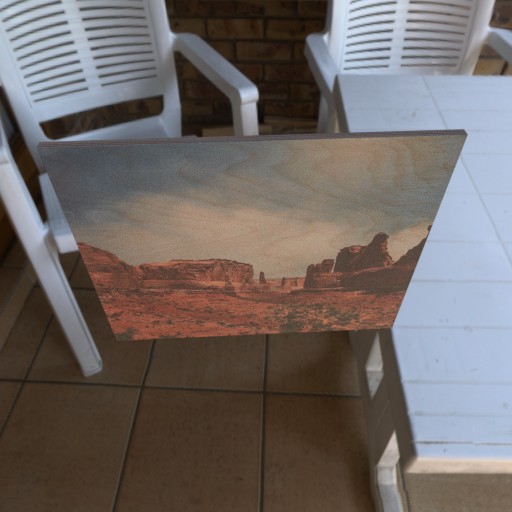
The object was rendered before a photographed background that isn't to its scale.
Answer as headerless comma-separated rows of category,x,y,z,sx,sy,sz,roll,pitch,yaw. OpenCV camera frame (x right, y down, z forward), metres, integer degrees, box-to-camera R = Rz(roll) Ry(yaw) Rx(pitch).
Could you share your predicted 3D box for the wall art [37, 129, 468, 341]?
wall art,0.000,0.000,0.673,0.508,0.406,0.013,-2,47,-2
